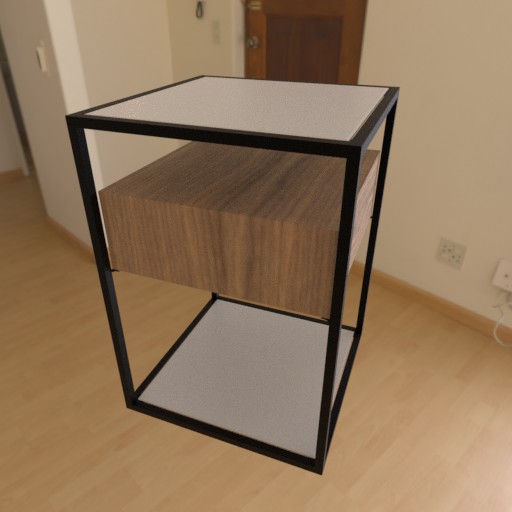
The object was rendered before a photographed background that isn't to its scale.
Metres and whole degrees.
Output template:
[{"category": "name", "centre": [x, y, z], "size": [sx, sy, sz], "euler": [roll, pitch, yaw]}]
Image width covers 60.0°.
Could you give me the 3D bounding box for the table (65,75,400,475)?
[{"category": "table", "centre": [0.000, 0.000, 0.795], "size": [0.378, 0.540, 0.378], "euler": [11, 32, 18]}]
